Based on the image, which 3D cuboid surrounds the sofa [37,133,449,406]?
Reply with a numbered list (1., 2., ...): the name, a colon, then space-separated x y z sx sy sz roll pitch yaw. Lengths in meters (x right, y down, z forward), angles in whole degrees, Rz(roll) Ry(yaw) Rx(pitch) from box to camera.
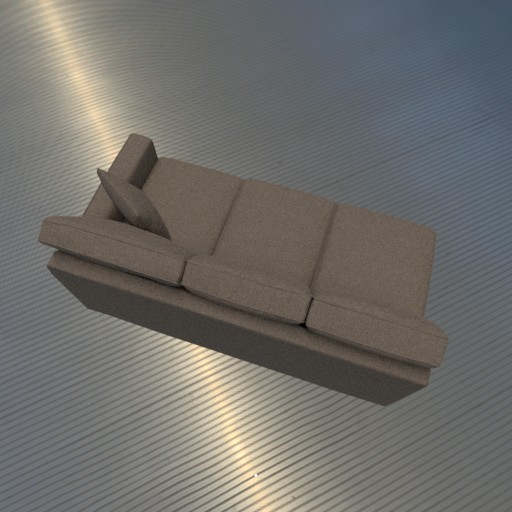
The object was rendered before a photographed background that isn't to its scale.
1. sofa: 0.000 0.000 2.550 1.963 0.946 1.034 16 65 8
